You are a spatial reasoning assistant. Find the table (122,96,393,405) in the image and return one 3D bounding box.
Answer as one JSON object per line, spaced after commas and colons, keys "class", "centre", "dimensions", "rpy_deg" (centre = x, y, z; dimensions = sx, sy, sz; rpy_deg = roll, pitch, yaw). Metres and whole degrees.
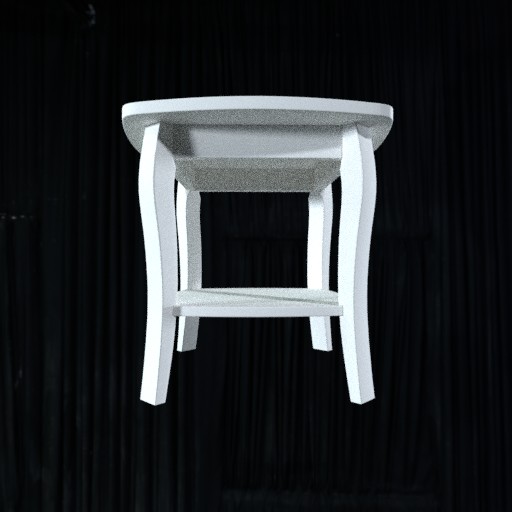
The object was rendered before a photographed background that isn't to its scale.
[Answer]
{"class": "table", "centre": [0.000, 0.000, 0.855], "dimensions": [0.451, 0.438, 0.502], "rpy_deg": [0, 0, -1]}
